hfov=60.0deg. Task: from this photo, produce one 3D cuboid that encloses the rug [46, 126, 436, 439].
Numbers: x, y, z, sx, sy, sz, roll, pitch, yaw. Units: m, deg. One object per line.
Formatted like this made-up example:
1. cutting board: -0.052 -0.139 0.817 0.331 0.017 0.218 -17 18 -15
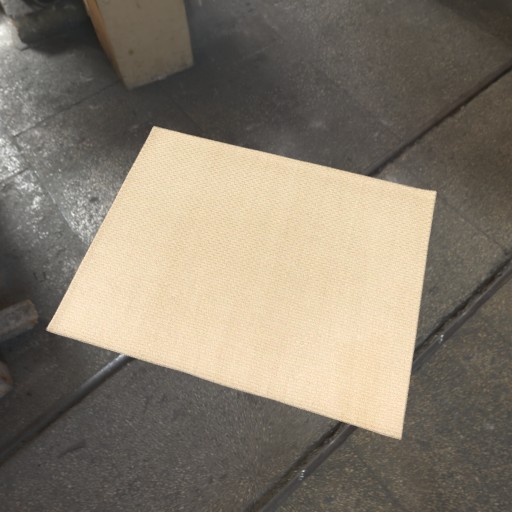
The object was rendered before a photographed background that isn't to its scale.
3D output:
1. rug: 0.000 0.000 3.904 2.897 0.035 2.277 15 64 7
